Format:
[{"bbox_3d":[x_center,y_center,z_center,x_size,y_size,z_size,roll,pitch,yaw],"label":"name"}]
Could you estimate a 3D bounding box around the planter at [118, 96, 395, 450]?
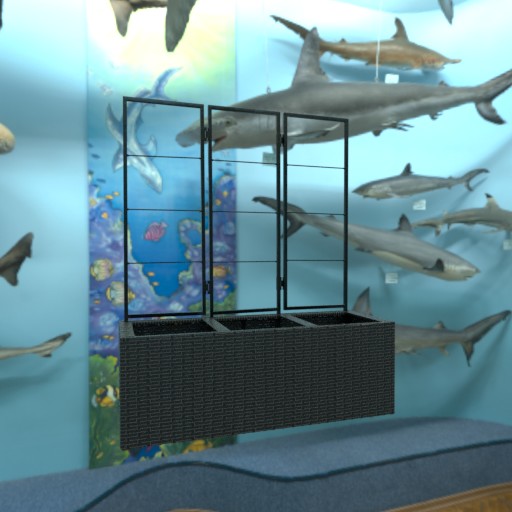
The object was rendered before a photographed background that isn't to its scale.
[{"bbox_3d":[0.000,0.000,1.178,0.699,0.841,0.244,0,1,-18],"label":"planter"}]
